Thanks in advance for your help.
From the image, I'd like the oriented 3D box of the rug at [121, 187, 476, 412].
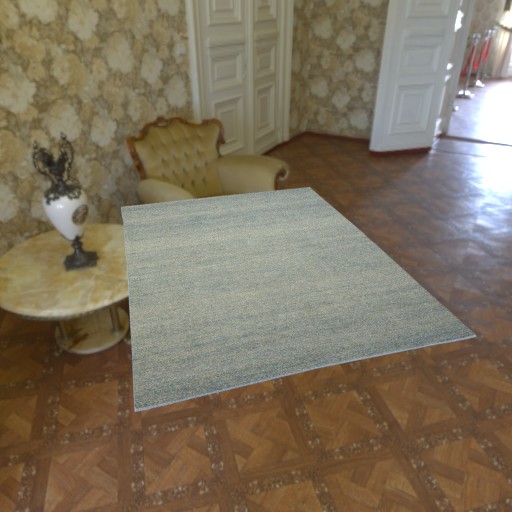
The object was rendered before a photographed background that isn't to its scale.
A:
[{"bbox_3d":[0.000,0.000,4.306,2.461,0.046,3.237,-8,30,-14],"label":"rug"}]
